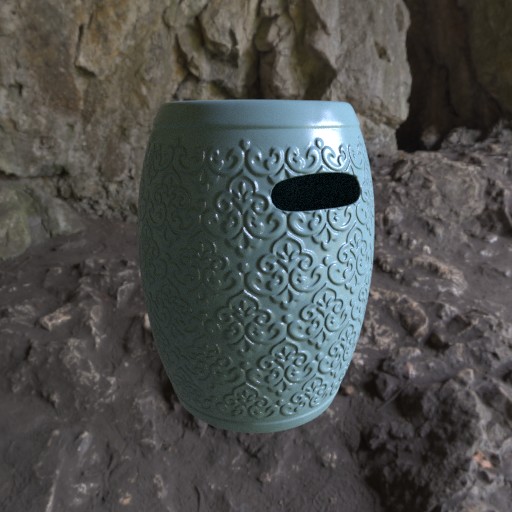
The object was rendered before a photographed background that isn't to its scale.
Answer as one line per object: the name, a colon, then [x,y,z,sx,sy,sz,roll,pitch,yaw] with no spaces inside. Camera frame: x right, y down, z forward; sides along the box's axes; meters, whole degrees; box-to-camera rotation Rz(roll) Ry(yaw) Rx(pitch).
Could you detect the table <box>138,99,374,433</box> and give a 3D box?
table: [0.000,0.000,0.606,0.309,0.397,0.309,0,17,0]
